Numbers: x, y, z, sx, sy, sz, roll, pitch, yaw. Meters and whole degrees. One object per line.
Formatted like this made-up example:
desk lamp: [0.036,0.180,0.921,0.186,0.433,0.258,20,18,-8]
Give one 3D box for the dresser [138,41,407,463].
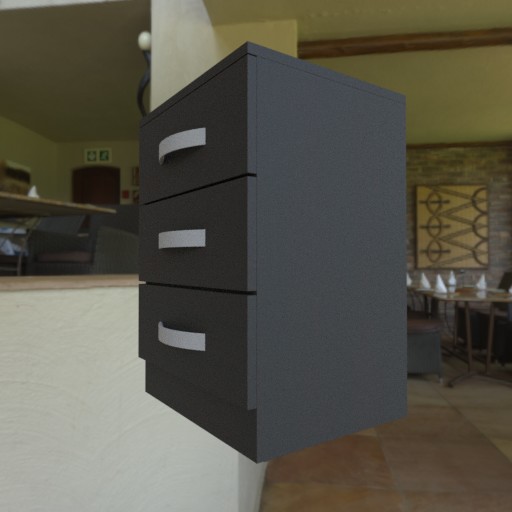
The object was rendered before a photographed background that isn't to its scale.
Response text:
dresser: [0.000,0.000,0.832,0.360,0.560,0.400,1,-1,-35]
